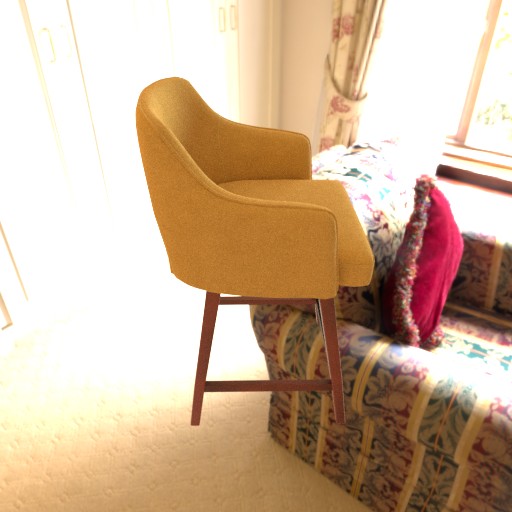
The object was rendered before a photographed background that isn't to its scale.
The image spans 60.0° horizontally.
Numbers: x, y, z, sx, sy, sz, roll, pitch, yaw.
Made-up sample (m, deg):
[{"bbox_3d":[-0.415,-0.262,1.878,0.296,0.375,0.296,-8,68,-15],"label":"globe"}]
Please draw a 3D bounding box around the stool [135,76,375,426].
[{"bbox_3d":[0.000,0.000,1.281,0.558,0.924,0.548,-1,34,-1],"label":"stool"}]
